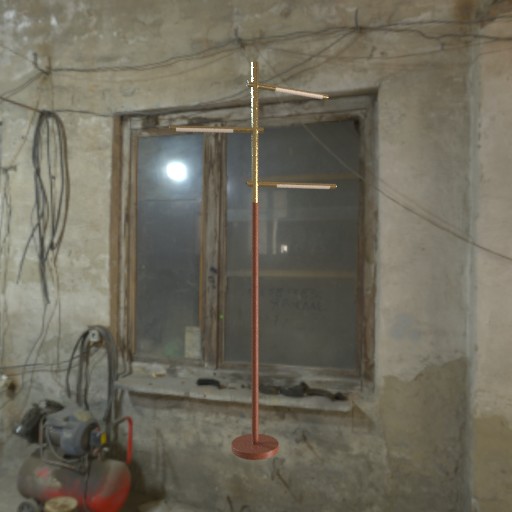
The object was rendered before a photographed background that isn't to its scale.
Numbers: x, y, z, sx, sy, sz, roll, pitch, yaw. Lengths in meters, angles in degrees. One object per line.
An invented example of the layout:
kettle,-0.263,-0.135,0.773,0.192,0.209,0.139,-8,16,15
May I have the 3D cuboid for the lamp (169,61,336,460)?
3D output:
lamp,0.000,0.000,1.955,0.737,1.704,0.209,0,0,-18
